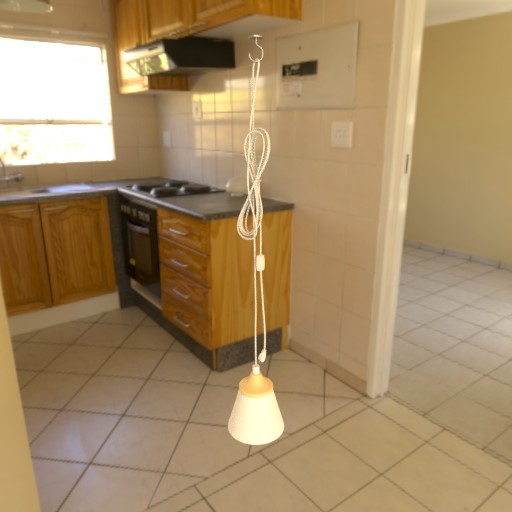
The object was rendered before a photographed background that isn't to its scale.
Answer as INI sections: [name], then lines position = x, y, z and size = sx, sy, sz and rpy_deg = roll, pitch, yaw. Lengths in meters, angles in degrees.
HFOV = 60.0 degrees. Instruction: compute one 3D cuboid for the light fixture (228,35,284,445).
[light fixture]
position = 0.000, 0.000, 1.072
size = 0.153, 0.966, 0.153
rpy_deg = 15, 22, 41
